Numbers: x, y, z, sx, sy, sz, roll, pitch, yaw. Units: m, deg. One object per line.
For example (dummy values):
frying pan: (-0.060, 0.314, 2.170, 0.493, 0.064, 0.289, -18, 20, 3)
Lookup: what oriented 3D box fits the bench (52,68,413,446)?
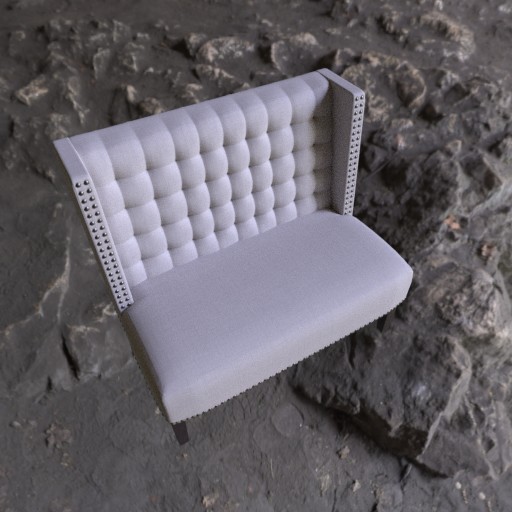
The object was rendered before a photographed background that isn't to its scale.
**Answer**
bench: (0.000, 0.000, 1.993, 1.280, 1.123, 0.847, -23, 50, -21)
